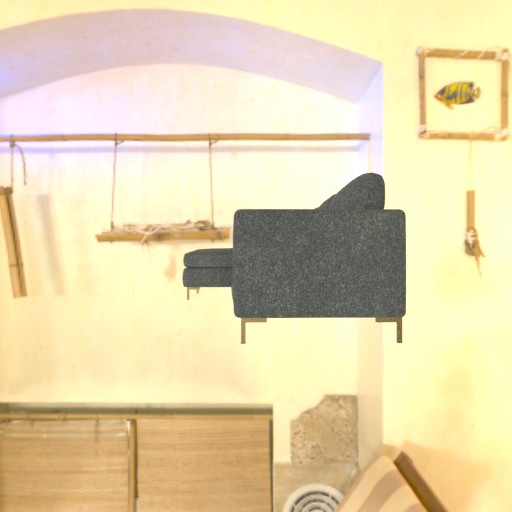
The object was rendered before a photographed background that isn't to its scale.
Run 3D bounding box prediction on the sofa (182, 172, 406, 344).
[{"bbox_3d":[0.000,0.000,3.448,1.350,0.810,2.932,0,0,-1],"label":"sofa"}]
